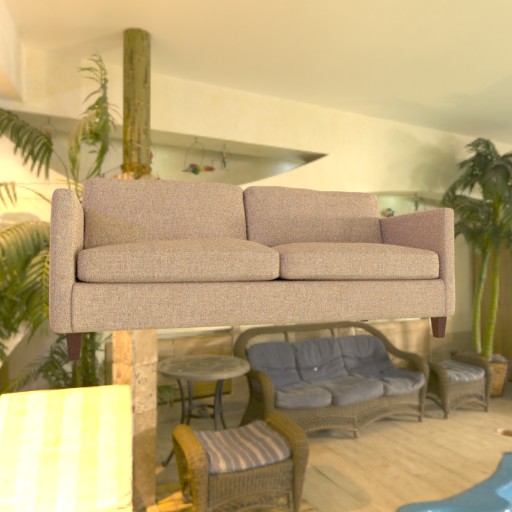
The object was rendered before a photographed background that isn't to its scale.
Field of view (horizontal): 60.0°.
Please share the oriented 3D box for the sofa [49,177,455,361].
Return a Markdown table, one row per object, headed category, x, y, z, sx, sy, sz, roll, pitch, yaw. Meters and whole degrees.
| category | x | y | z | sx | sy | sz | roll | pitch | yaw |
| --- | --- | --- | --- | --- | --- | --- | --- | --- | --- |
| sofa | 0.000 | 0.000 | 2.698 | 2.208 | 0.965 | 0.951 | 0 | -1 | -18 |
